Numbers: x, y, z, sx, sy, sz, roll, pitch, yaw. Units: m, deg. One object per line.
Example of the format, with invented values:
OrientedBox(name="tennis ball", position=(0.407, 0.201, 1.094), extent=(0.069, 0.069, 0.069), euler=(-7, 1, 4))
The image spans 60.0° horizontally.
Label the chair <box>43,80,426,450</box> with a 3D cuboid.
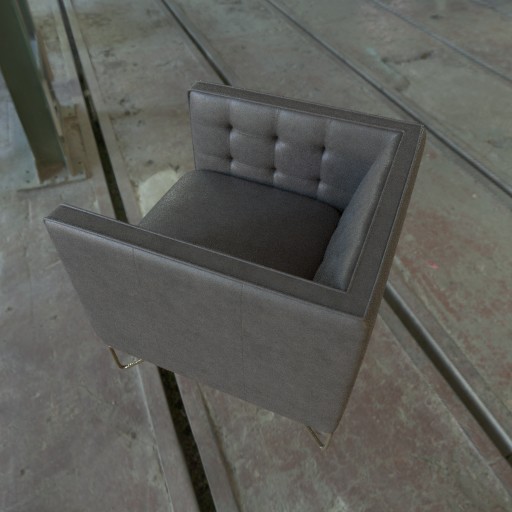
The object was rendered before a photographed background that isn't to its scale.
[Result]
OrientedBox(name="chair", position=(0.000, 0.000, 1.584), extent=(0.894, 0.790, 0.880), euler=(17, 49, 15))
